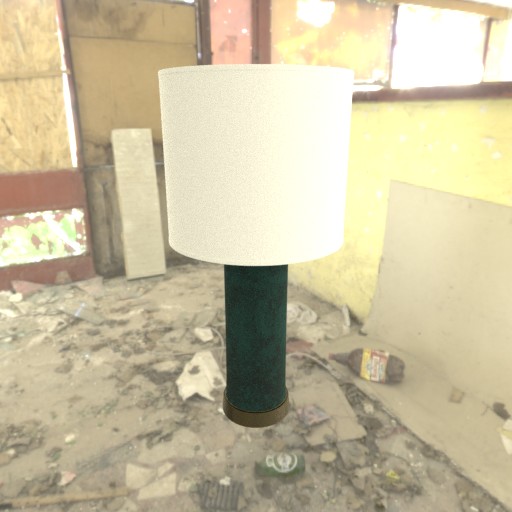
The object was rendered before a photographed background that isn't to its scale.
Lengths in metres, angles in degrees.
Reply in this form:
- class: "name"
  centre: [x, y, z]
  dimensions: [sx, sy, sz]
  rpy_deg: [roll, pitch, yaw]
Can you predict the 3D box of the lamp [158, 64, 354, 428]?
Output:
- class: "lamp"
  centre: [0.000, 0.000, 0.789]
  dimensions: [0.301, 0.630, 0.301]
  rpy_deg: [-3, 19, -9]
